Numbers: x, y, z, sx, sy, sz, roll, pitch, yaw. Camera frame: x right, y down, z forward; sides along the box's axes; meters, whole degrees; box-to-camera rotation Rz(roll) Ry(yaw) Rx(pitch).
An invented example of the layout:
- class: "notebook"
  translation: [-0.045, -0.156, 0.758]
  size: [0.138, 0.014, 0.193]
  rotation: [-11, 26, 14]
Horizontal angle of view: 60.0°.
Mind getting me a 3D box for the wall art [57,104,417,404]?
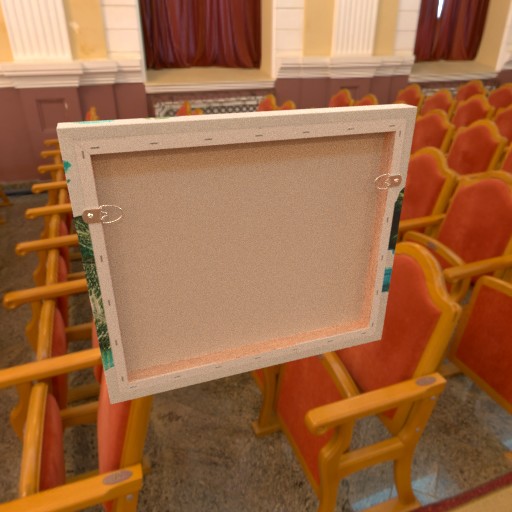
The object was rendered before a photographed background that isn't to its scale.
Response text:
- class: "wall art"
  translation: [0.000, 0.000, 0.705]
  size: [0.507, 0.435, 0.041]
  rotation: [-9, 28, -17]
